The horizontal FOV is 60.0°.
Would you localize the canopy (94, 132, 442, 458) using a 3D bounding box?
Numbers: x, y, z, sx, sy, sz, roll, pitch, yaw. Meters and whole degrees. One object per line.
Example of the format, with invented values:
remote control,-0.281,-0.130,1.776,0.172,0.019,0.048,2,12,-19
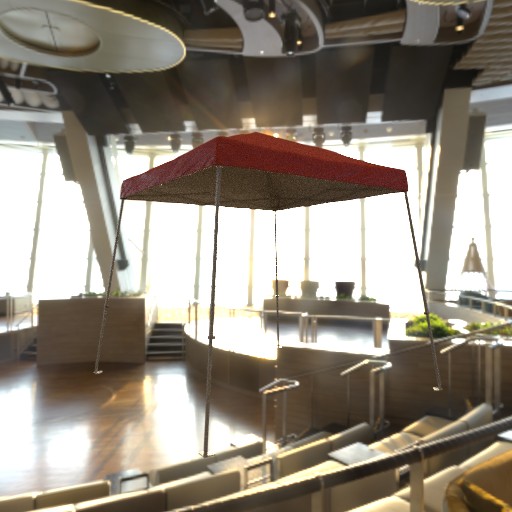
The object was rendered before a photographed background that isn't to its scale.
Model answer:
canopy,0.000,0.000,6.418,3.599,3.600,3.600,0,-1,-35
